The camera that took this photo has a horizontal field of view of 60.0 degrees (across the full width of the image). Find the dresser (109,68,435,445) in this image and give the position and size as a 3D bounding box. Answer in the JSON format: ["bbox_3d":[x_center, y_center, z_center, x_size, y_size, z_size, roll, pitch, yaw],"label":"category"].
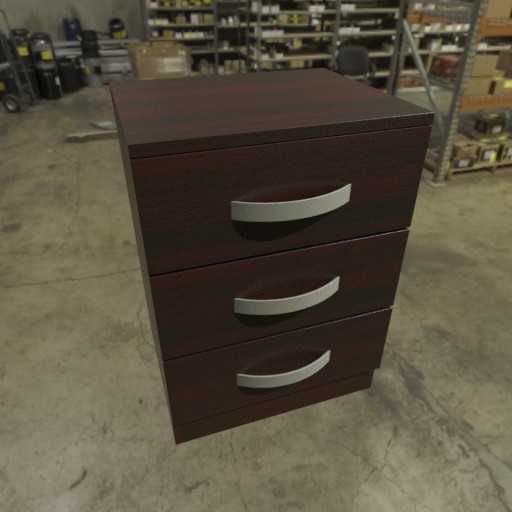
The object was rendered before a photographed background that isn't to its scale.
[{"bbox_3d":[0.000,0.000,0.810,0.400,0.560,0.360,-11,34,-16],"label":"dresser"}]
